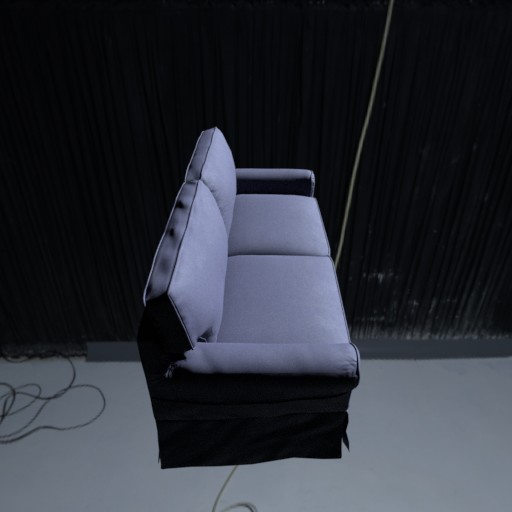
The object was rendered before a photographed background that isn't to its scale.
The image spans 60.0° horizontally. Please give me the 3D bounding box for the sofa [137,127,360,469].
[{"bbox_3d":[0.000,0.000,2.844,0.983,1.094,2.256,0,33,1],"label":"sofa"}]
